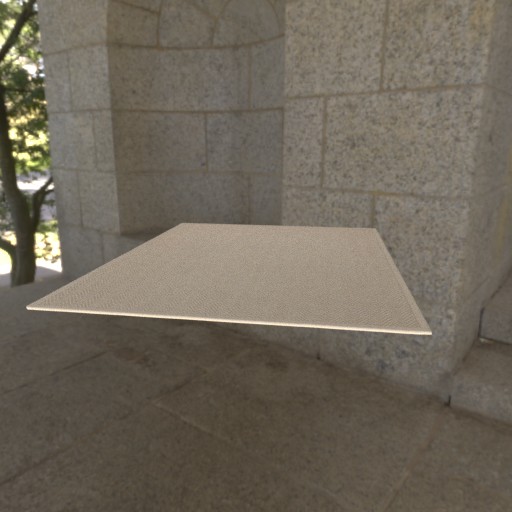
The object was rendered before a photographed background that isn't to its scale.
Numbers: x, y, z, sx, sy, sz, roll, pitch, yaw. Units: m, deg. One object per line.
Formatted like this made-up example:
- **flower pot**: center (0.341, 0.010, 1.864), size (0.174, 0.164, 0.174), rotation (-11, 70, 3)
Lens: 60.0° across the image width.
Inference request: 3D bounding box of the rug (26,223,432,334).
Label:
- **rug**: center (0.000, 0.000, 4.009), size (2.407, 0.020, 3.051), rotation (2, 14, 9)
